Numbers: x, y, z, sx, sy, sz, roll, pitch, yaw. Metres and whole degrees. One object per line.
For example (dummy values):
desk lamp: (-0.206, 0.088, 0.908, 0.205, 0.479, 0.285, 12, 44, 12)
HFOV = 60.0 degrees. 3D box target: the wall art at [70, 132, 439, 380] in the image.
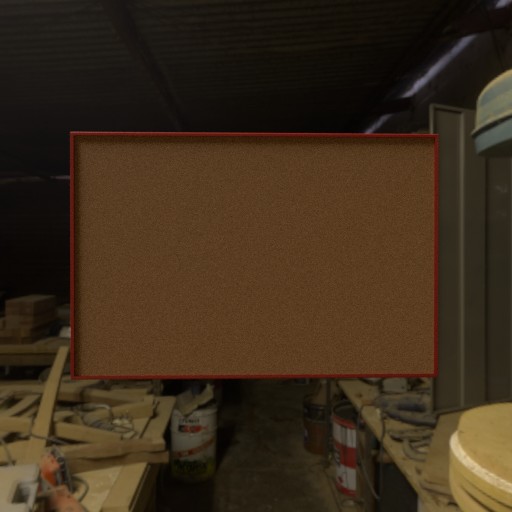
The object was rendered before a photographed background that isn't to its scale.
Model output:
wall art: (0.000, 0.000, 0.747, 0.607, 0.405, 0.033, 0, 0, -1)
